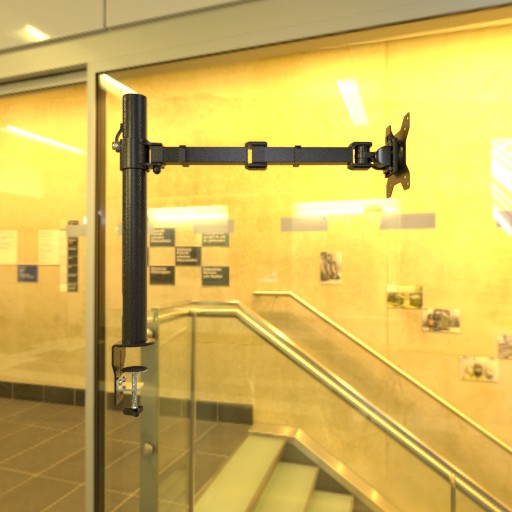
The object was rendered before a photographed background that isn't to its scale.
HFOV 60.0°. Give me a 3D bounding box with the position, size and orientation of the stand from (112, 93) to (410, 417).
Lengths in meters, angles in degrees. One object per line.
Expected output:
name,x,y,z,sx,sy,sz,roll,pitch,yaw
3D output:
stand,0.000,0.000,0.711,0.456,0.510,0.115,0,-1,0
